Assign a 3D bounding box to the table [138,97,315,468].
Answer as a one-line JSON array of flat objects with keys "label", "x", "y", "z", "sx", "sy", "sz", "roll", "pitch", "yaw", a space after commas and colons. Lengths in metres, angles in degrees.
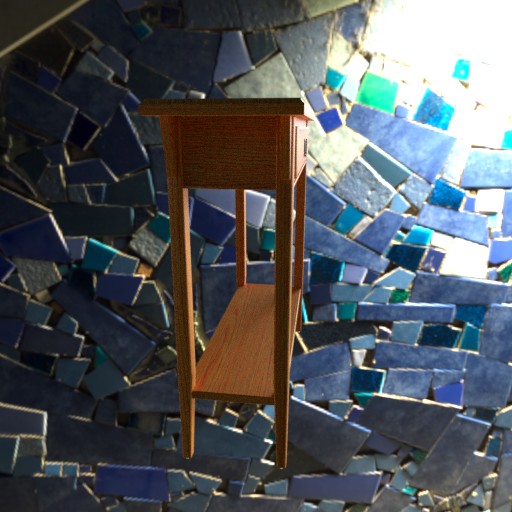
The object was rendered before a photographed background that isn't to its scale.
[{"label": "table", "x": 0.000, "y": 0.000, "z": 1.122, "sx": 0.254, "sy": 0.711, "sz": 0.762, "roll": 2, "pitch": 16, "yaw": 8}]
